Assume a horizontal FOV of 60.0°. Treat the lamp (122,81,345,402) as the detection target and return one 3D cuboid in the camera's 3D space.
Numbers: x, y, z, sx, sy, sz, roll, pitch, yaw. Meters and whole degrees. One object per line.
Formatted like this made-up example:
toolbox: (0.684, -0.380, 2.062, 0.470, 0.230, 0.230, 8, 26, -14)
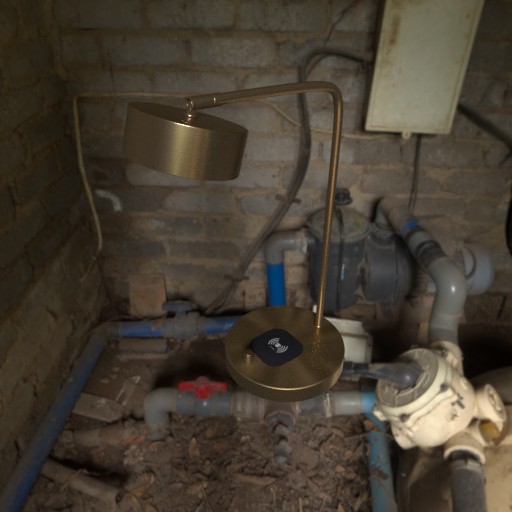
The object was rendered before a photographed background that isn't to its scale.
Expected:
lamp: (0.000, 0.000, 0.523, 0.270, 0.380, 0.171, -20, 37, -29)
